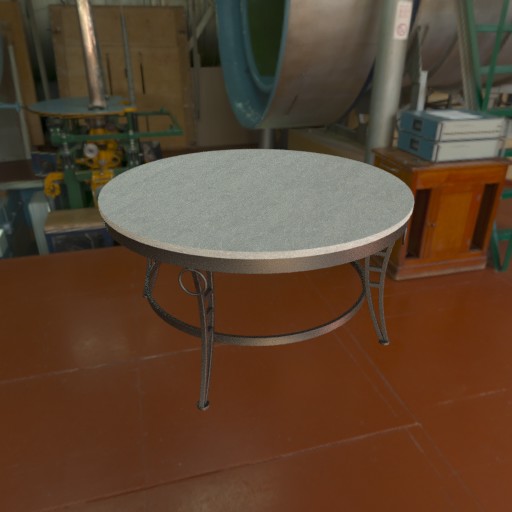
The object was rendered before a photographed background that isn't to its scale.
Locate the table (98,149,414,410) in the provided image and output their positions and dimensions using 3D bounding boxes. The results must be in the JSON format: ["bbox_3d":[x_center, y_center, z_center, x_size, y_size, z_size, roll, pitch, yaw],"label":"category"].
[{"bbox_3d":[0.000,0.000,1.413,0.889,0.470,0.889,0,27,0],"label":"table"}]
